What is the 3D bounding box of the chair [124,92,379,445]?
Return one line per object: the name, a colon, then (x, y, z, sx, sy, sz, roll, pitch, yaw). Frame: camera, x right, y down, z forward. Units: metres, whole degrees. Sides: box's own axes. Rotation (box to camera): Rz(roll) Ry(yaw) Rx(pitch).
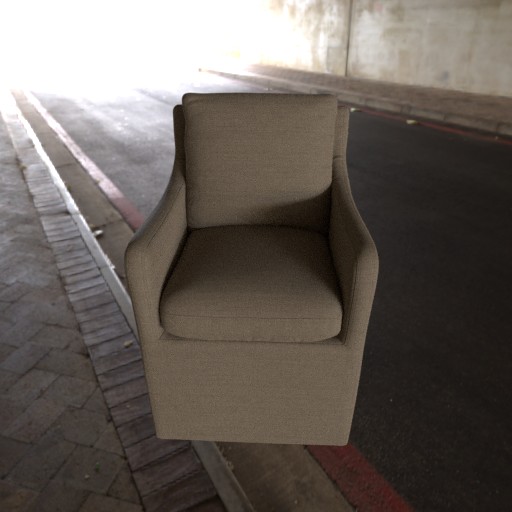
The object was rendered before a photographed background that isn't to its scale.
chair: (0.000, 0.000, 1.387, 0.626, 0.914, 0.694, 1, 27, 2)
